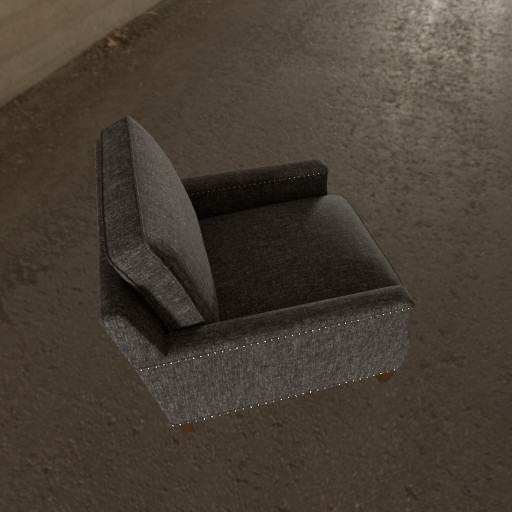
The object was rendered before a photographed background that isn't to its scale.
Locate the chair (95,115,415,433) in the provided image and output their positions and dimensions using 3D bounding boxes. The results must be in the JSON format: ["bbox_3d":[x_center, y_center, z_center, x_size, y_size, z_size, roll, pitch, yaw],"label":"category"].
[{"bbox_3d":[0.000,0.000,1.684,1.014,0.943,0.853,-11,47,-10],"label":"chair"}]
